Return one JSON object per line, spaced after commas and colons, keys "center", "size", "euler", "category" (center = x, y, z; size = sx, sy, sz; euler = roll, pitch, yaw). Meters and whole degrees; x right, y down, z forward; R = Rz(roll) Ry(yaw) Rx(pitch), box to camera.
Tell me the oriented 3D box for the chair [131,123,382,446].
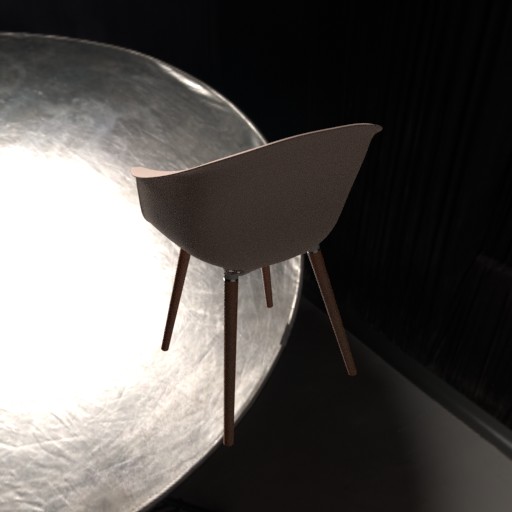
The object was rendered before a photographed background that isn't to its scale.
{"center": [0.000, 0.000, 1.184], "size": [0.593, 0.781, 0.504], "euler": [-19, 35, -29], "category": "chair"}
